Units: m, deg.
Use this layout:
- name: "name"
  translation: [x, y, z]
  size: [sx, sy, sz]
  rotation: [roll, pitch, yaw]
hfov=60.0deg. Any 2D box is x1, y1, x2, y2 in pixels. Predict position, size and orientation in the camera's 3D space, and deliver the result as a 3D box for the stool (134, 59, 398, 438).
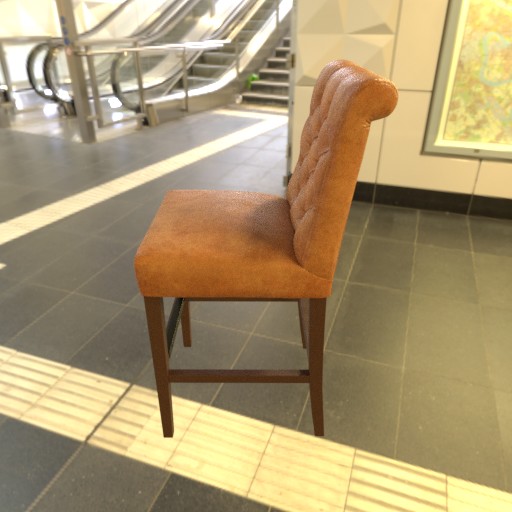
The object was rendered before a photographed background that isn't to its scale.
- name: "stool"
  translation: [0.000, 0.000, 1.325]
  size: [0.601, 1.047, 0.493]
  rotation: [0, 29, 0]
